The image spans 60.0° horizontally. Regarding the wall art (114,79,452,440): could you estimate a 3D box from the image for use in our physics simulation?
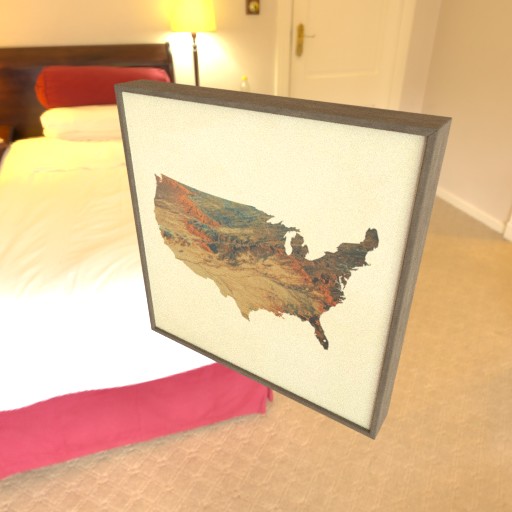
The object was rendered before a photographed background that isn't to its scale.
[{"bbox_3d":[0.000,0.000,0.443,0.303,0.302,0.038,18,35,28],"label":"wall art"}]
